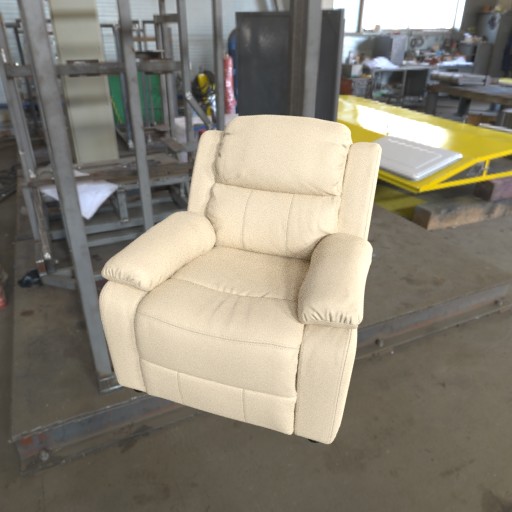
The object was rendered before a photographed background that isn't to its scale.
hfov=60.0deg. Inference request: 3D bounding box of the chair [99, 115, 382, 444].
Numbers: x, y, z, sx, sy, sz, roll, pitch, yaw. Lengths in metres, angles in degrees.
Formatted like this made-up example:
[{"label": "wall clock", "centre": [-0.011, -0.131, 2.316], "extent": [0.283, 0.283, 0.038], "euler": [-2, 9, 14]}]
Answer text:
[{"label": "chair", "centre": [0.000, 0.000, 1.307], "extent": [0.680, 0.702, 0.709], "euler": [9, 29, 17]}]
